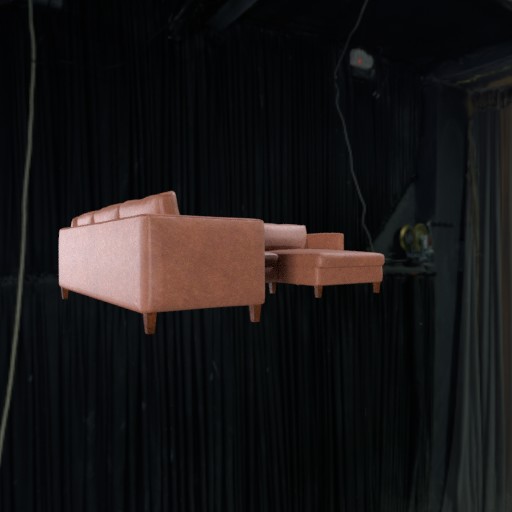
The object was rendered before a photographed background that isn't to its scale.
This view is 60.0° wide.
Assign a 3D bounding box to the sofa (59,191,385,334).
[{"bbox_3d":[0.000,0.000,4.729,3.460,0.923,2.593,-1,1,-35],"label":"sofa"}]
